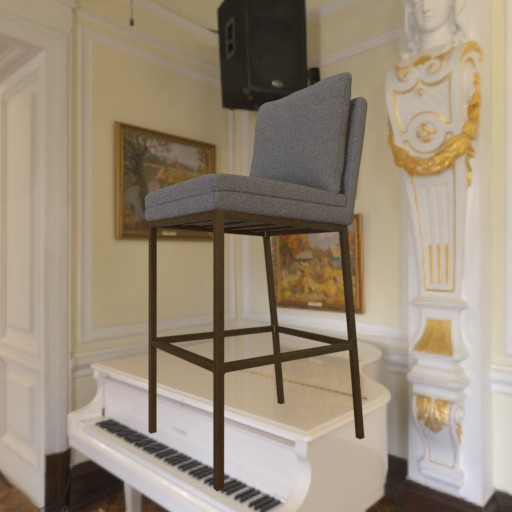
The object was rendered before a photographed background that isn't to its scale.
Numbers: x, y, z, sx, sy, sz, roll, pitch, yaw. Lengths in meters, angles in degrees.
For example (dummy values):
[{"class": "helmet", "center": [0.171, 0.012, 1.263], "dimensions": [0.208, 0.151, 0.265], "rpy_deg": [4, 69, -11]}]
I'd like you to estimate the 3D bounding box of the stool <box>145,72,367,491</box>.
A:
[{"class": "stool", "center": [0.000, 0.000, 1.400], "dimensions": [0.569, 1.132, 0.463], "rpy_deg": [0, 0, -35]}]
